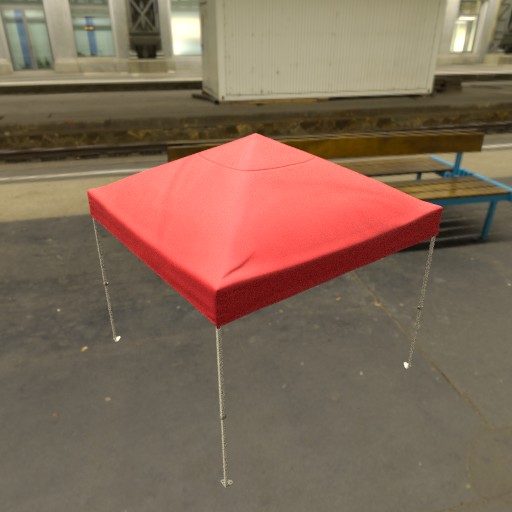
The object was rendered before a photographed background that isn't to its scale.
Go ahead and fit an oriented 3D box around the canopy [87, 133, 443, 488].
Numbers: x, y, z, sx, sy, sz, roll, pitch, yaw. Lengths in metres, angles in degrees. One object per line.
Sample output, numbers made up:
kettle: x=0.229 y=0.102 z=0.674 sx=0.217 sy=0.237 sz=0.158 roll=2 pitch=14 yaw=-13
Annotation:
canopy: x=0.000 y=0.000 z=5.515 sx=2.998 sy=2.997 sz=2.996 roll=-19 pitch=32 yaw=-32
